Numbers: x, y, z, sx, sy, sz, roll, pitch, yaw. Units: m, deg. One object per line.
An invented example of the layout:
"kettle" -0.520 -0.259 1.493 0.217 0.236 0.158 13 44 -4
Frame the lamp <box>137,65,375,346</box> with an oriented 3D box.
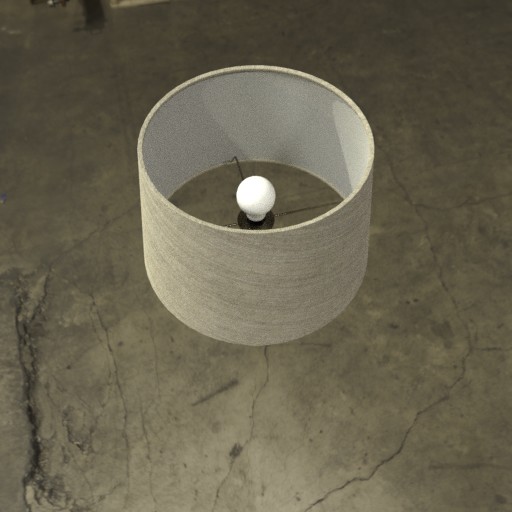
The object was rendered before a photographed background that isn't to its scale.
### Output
"lamp" 0.000 0.000 0.824 0.390 0.580 0.390 0 58 0
